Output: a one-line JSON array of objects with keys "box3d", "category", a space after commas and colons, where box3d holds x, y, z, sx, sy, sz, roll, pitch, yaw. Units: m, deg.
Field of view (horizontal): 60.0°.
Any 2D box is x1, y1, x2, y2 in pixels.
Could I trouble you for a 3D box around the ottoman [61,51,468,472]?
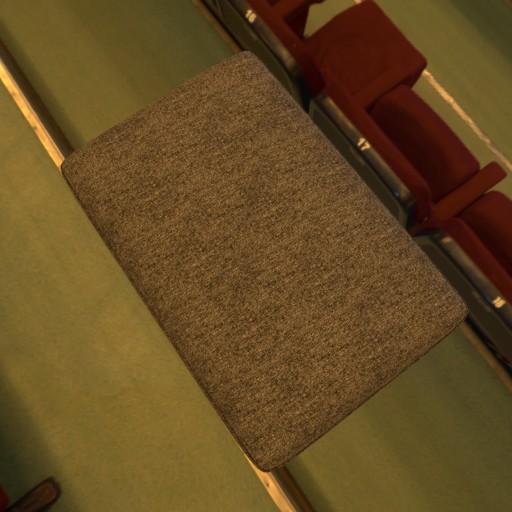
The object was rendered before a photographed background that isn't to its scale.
[{"box3d": [0.000, 0.000, 1.170, 0.584, 0.483, 0.864, -35, 78, -9], "category": "ottoman"}]
